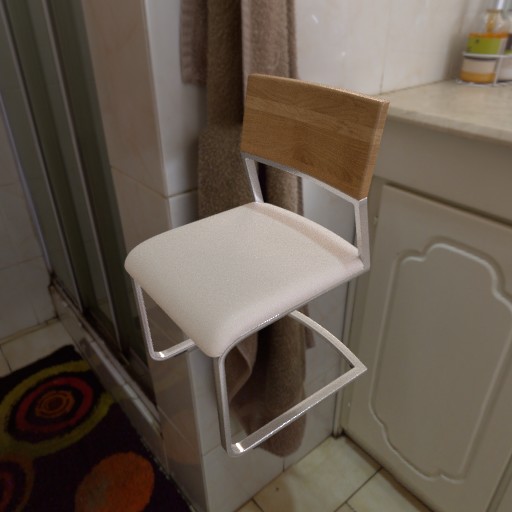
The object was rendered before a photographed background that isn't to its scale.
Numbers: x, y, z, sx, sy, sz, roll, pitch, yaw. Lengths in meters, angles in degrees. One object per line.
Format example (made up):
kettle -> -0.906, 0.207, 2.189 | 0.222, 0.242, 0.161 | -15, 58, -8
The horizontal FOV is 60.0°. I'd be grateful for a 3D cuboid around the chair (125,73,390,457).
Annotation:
chair -> 0.000, 0.000, 1.204 | 0.585, 0.844, 0.467 | -21, 37, -31
